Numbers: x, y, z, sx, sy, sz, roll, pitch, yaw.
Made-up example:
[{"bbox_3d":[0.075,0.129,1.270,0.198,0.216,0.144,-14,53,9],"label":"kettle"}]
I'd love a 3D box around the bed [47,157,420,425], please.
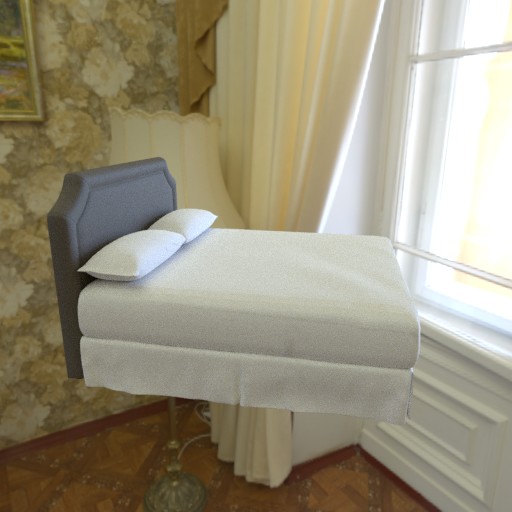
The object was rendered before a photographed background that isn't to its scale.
[{"bbox_3d":[0.000,0.000,3.903,2.536,1.561,2.194,3,17,11],"label":"bed"}]
